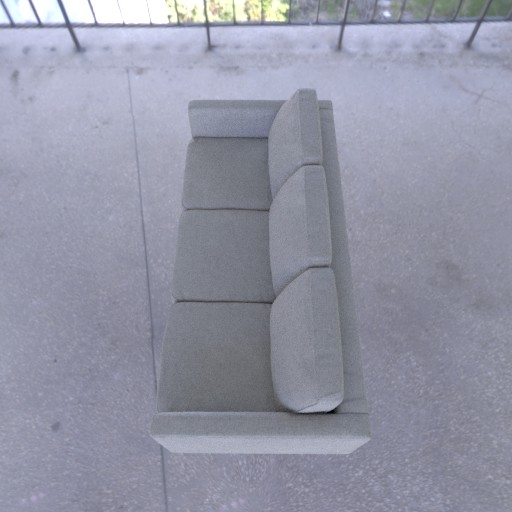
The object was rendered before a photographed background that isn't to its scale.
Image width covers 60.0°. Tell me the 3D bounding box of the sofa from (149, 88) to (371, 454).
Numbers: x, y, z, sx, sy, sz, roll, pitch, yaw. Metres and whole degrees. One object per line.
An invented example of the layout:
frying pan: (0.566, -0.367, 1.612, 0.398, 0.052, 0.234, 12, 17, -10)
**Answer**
sofa: (0.000, 0.000, 2.488, 0.944, 0.918, 1.983, 0, 60, 0)
